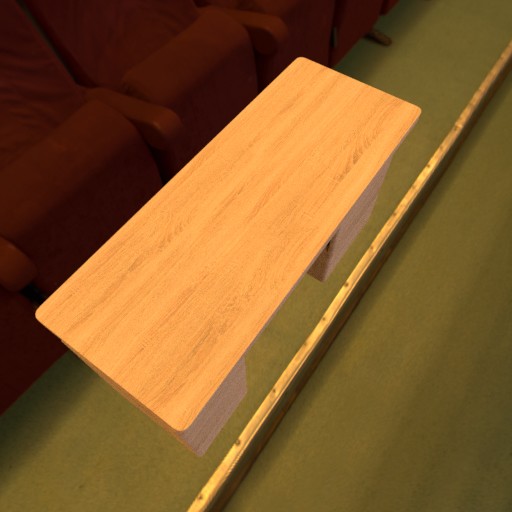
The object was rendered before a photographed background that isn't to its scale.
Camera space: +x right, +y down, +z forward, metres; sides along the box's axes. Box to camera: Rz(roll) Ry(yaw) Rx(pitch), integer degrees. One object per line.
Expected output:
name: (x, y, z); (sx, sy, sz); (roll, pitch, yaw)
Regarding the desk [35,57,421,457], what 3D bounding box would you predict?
desk: (0.000, 0.000, 1.774); (0.550, 0.760, 1.400); (31, 64, 17)
